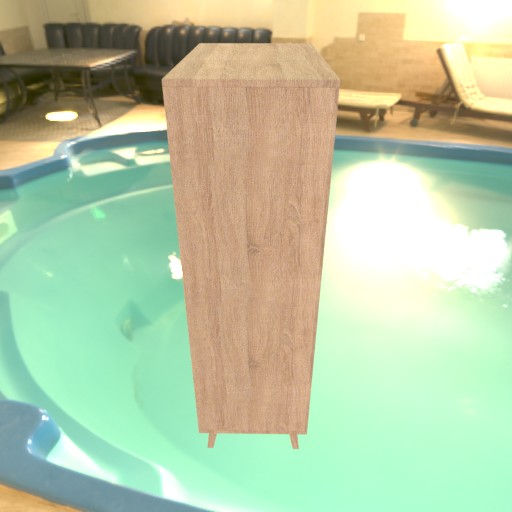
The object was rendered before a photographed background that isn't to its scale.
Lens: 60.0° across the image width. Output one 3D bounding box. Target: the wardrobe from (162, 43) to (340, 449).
[{"bbox_3d":[0.000,0.000,2.375,0.600,1.960,1.000,0,32,1],"label":"wardrobe"}]
